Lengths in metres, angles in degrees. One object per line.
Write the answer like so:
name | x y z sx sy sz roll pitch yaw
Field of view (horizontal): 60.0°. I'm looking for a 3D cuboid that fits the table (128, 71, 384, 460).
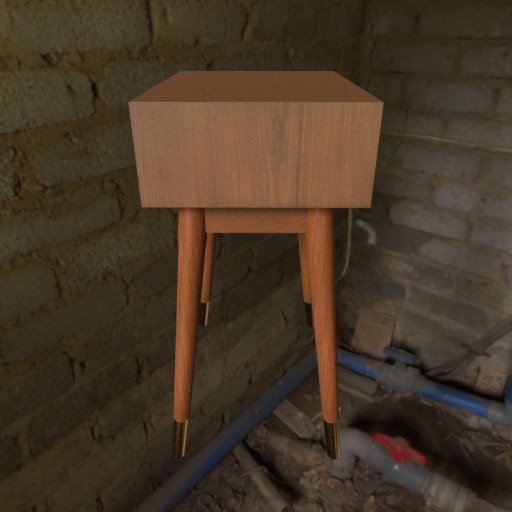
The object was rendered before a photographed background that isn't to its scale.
table | 0.000 0.000 0.817 0.300 0.599 0.406 0 28 0
